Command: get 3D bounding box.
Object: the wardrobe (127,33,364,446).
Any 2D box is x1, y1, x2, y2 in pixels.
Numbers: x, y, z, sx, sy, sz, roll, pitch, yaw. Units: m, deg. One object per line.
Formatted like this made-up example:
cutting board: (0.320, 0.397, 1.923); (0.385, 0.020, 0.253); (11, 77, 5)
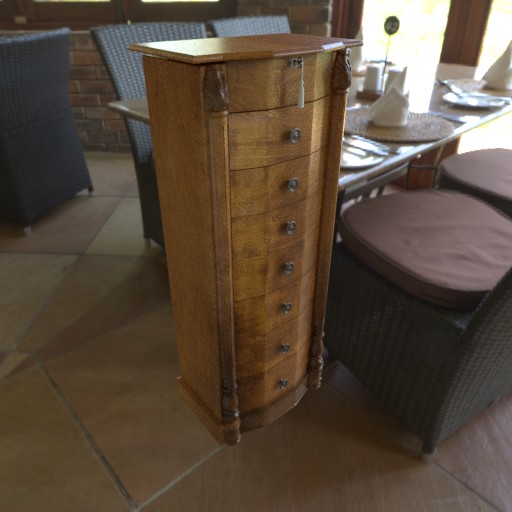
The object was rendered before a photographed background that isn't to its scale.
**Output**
wardrobe: (0.000, 0.000, 1.101); (0.406, 0.959, 0.273); (-22, 38, -32)
